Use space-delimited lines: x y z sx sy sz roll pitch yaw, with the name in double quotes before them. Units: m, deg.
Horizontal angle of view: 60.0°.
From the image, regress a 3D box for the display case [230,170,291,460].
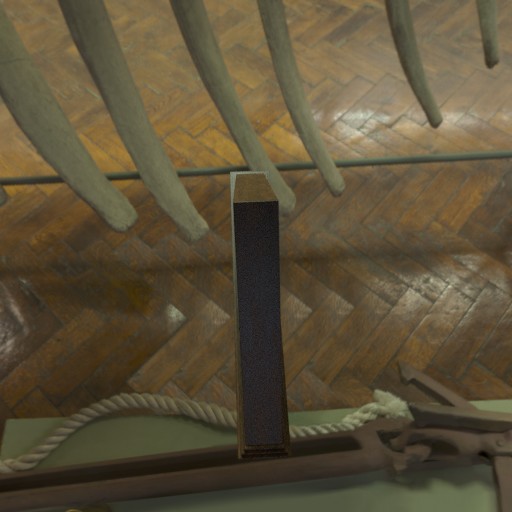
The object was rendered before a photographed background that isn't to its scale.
"display case" 0.000 0.000 0.790 0.095 0.340 0.640 -2 63 -1
